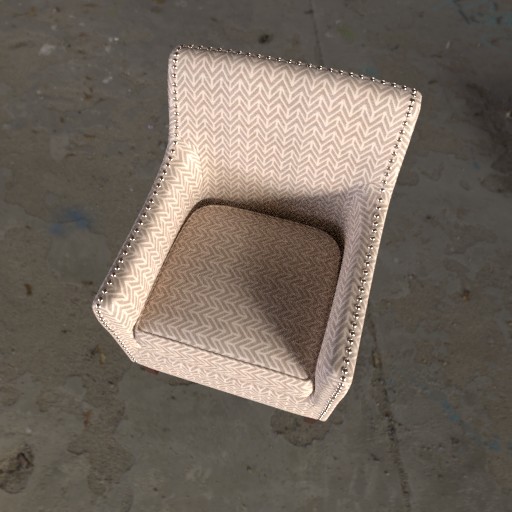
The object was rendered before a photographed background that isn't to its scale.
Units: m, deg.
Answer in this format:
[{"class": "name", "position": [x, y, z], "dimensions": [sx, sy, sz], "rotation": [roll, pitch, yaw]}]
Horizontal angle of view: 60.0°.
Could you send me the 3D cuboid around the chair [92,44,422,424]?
[{"class": "chair", "position": [0.000, 0.000, 1.242], "dimensions": [0.623, 0.816, 0.651], "rotation": [15, 60, 9]}]
